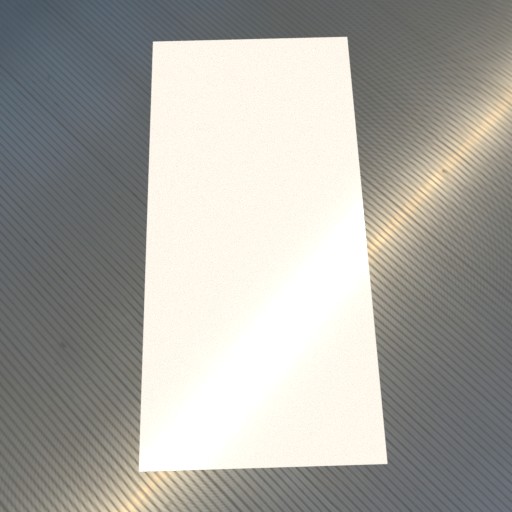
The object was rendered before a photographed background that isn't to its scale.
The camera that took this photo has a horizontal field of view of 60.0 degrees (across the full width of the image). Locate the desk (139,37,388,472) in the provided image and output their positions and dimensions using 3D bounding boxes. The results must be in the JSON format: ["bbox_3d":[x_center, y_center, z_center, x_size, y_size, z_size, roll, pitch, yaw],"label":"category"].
[{"bbox_3d":[0.000,0.000,1.758,0.690,0.740,1.400,-2,76,0],"label":"desk"}]
